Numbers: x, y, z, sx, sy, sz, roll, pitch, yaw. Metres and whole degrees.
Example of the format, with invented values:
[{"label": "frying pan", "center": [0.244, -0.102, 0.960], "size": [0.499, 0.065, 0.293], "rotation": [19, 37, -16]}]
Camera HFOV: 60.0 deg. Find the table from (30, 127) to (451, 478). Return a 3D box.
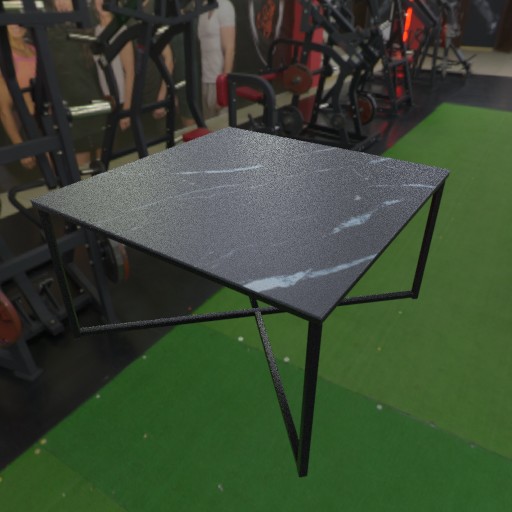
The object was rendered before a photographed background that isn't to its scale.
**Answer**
[{"label": "table", "center": [0.000, 0.000, 1.293], "size": [0.800, 0.450, 0.800], "rotation": [20, 37, 29]}]
